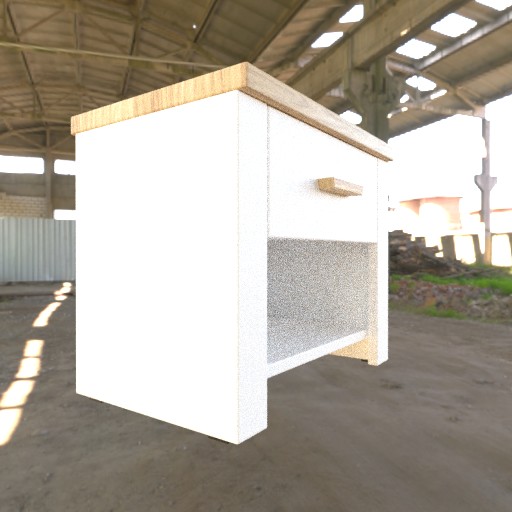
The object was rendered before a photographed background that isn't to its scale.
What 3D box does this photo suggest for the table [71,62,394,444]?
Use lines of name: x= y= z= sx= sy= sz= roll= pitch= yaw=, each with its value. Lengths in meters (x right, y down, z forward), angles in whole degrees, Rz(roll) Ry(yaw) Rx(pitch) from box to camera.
table: x=0.000 y=0.000 z=0.796 sx=0.360 sy=0.440 sz=0.500 roll=0 pitch=0 yaw=36
